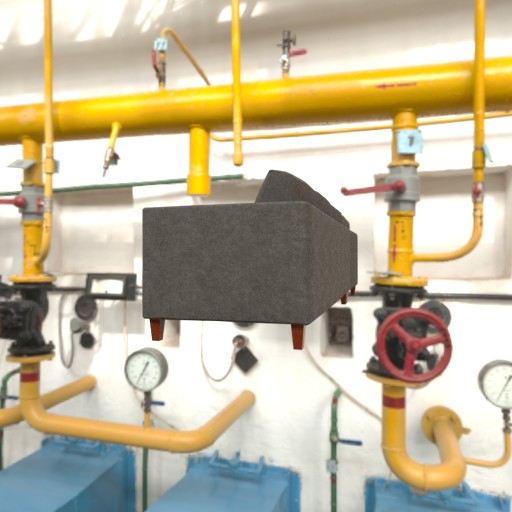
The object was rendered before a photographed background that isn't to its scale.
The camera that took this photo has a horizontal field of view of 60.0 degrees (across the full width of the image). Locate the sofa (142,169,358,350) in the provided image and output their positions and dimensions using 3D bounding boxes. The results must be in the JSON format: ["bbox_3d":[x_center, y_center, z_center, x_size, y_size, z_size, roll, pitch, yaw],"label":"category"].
[{"bbox_3d":[0.000,0.000,4.058,1.606,0.954,3.471,0,0,17],"label":"sofa"}]
